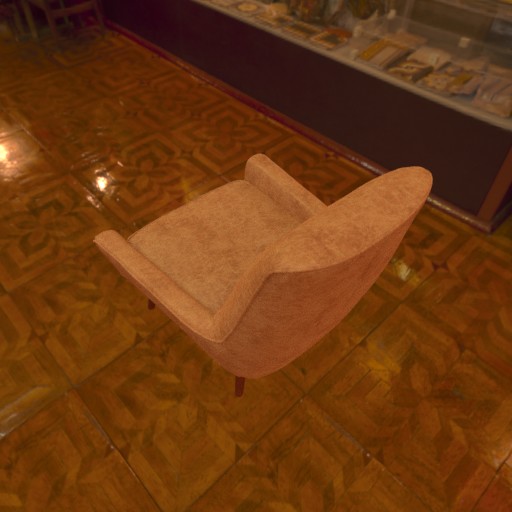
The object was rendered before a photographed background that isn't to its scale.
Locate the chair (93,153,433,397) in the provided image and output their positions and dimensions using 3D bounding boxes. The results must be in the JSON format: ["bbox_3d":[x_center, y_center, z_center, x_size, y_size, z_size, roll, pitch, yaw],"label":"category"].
[{"bbox_3d":[0.000,0.000,1.456,0.753,0.883,0.851,-33,55,-26],"label":"chair"}]
